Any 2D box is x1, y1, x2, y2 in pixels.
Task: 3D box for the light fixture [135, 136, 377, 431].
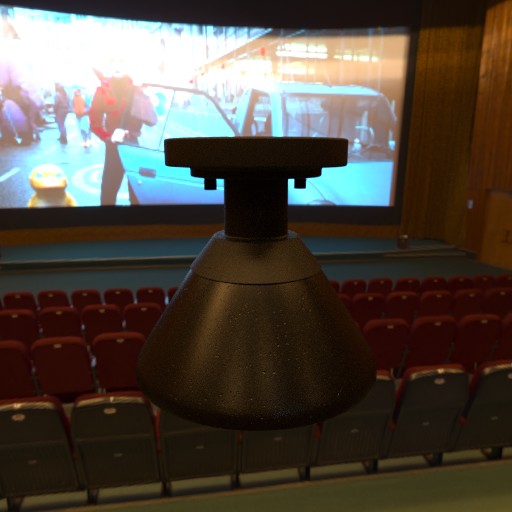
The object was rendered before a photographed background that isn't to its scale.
[{"bbox_3d":[0.000,0.000,0.360,0.200,0.183,0.200,0,13,0],"label":"light fixture"}]
